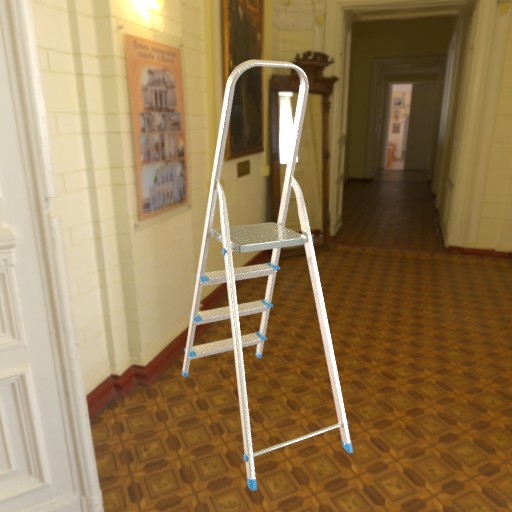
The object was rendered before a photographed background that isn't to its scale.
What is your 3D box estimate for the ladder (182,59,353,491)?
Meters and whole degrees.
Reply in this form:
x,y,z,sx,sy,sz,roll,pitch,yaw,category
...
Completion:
x,y,z,sx,sy,sz,roll,pitch,yaw,category
0.000,0.000,1.796,0.445,1.434,0.842,-8,19,-25,ladder
